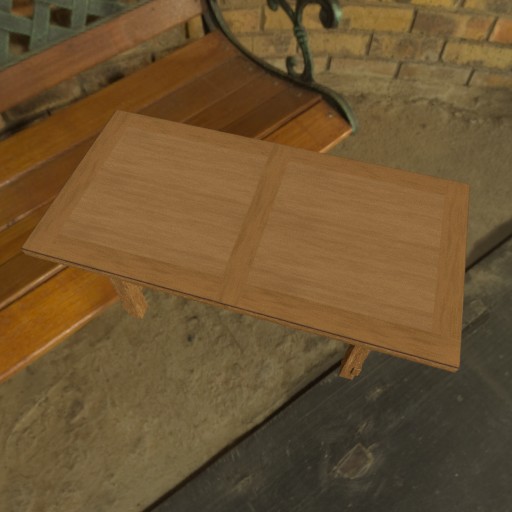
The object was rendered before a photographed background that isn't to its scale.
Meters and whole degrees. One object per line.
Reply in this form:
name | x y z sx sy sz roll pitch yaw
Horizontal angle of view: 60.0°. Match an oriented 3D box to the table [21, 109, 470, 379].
table | 0.000 0.000 2.477 1.982 0.762 1.000 14 59 9
